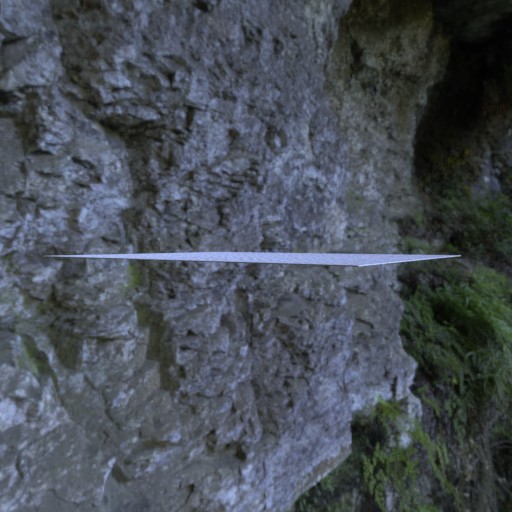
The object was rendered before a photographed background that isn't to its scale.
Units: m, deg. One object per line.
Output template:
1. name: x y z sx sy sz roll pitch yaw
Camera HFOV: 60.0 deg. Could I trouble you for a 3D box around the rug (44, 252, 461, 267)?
1. rug: 0.000 0.000 4.117 3.045 0.008 2.421 1 2 36
